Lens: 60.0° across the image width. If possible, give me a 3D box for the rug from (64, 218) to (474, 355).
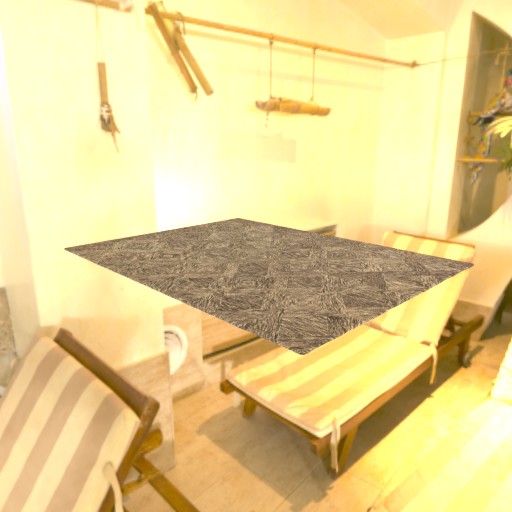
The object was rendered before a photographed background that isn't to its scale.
[{"bbox_3d":[0.000,0.000,4.305,2.448,0.017,3.204,-15,21,-43],"label":"rug"}]
